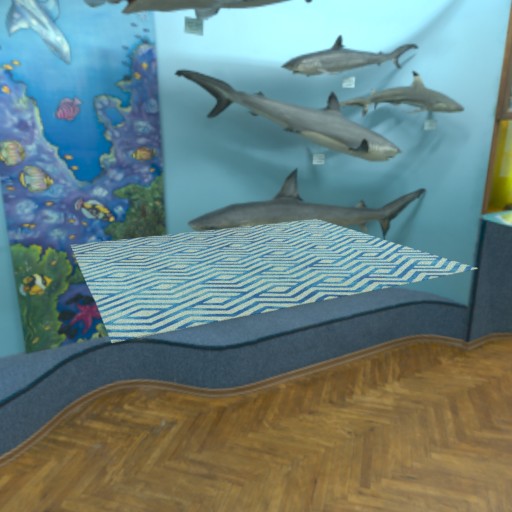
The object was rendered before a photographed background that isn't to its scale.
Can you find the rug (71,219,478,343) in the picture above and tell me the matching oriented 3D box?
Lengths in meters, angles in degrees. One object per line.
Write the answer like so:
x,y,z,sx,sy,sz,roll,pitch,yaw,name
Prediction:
0.000,0.000,4.200,3.059,0.008,2.453,-8,18,-26,rug
